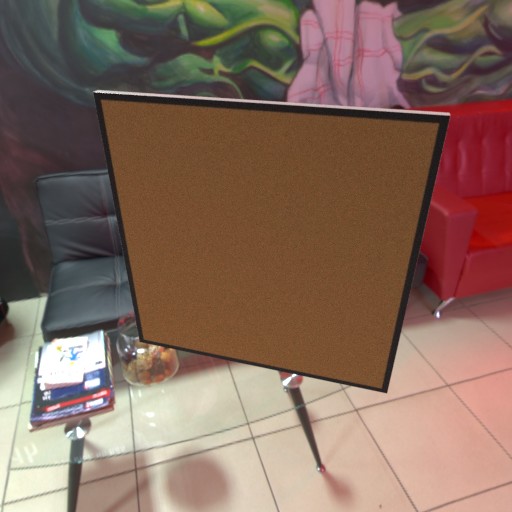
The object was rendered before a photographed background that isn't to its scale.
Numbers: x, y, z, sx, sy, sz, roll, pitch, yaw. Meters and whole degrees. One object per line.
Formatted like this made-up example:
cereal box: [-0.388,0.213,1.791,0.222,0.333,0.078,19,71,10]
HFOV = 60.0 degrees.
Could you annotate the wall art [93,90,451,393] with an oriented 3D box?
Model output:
wall art: [0.000,0.000,1.190,0.805,0.803,0.022,8,33,13]
